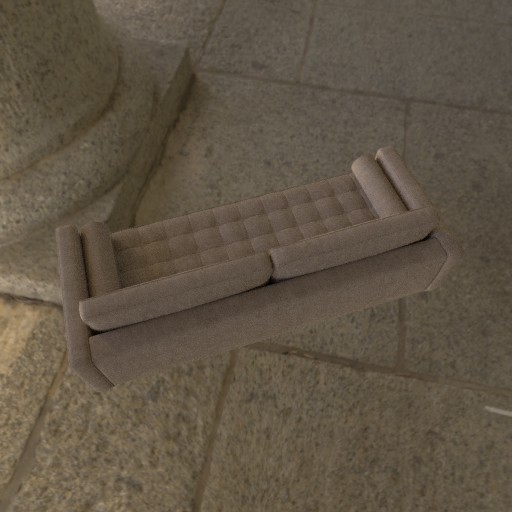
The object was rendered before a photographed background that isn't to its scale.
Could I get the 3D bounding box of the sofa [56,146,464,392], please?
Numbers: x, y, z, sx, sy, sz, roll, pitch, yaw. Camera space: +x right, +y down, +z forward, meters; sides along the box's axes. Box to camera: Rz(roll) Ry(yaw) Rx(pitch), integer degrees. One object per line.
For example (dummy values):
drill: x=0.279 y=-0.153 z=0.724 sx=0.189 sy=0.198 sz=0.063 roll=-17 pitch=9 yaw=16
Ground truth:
sofa: x=0.000 y=0.000 z=2.695 sx=2.200 sy=0.770 sz=0.919 roll=-15 pitch=60 yaw=-9
